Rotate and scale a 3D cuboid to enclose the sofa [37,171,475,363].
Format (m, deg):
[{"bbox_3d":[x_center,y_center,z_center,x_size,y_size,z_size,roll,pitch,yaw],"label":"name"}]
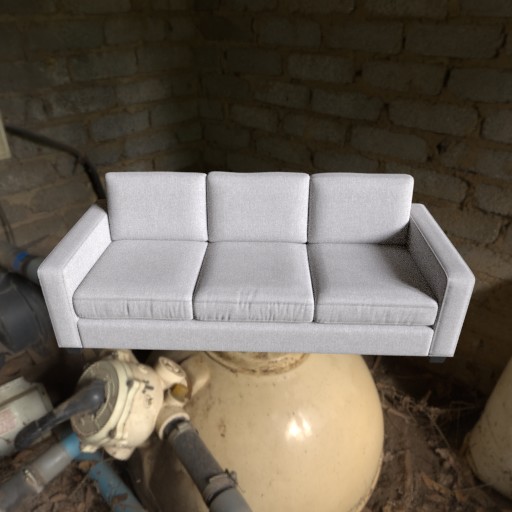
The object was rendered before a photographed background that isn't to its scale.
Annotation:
[{"bbox_3d":[0.000,0.000,2.569,2.120,0.800,0.900,1,30,2],"label":"sofa"}]
